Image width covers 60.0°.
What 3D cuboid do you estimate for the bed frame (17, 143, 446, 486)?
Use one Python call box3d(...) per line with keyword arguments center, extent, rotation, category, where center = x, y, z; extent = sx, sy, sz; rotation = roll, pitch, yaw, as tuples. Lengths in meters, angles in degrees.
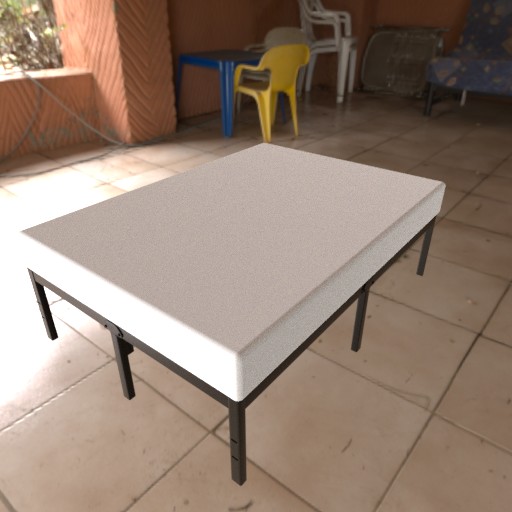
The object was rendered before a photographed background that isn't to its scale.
box3d(center=(0.000, 0.000, 2.564), extent=(1.408, 0.659, 1.956), rotation=(22, 37, 33), category="bed frame")
